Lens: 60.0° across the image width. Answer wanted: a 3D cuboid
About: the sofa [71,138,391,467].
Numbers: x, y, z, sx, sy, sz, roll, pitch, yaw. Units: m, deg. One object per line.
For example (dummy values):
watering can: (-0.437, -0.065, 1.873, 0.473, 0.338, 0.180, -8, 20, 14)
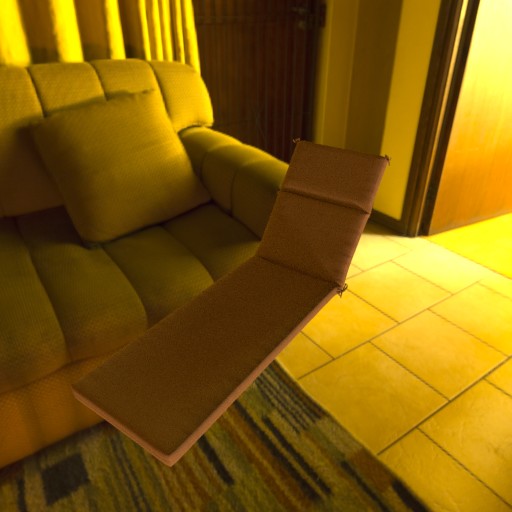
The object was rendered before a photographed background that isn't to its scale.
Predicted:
sofa: (0.000, 0.000, 1.962, 0.582, 0.622, 1.663, 20, 36, 30)
